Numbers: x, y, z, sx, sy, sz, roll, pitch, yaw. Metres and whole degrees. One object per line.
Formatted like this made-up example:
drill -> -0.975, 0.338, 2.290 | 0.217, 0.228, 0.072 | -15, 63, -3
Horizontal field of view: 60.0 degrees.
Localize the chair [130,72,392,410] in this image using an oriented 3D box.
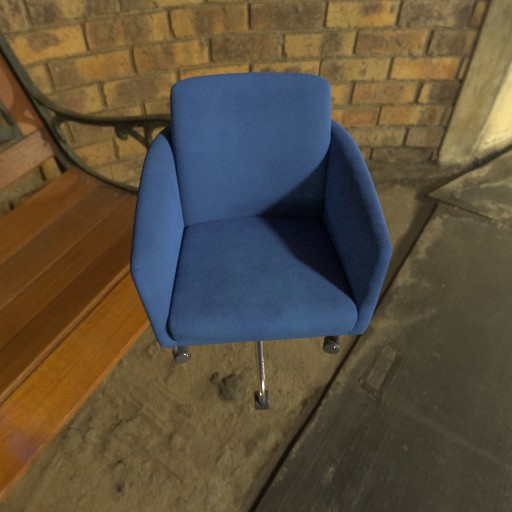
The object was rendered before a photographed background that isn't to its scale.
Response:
chair -> 0.000, 0.000, 1.374 | 0.641, 0.908, 0.635 | -3, 45, -3
